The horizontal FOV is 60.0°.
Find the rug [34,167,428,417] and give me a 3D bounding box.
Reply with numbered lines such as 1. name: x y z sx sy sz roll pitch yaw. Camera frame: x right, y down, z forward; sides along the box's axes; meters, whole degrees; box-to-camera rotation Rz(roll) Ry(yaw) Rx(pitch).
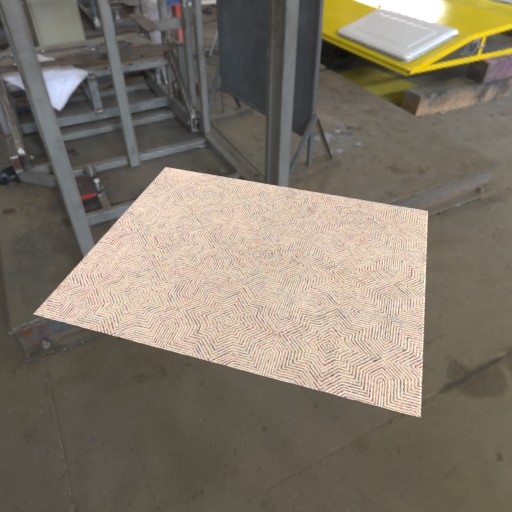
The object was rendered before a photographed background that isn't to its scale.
1. rug: 0.000 0.000 4.150 3.046 0.008 2.442 12 43 13
